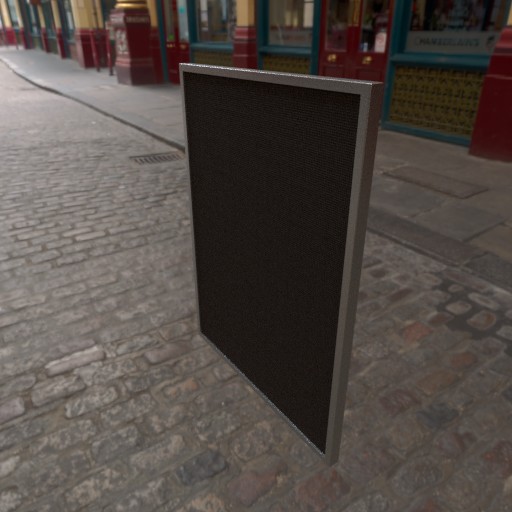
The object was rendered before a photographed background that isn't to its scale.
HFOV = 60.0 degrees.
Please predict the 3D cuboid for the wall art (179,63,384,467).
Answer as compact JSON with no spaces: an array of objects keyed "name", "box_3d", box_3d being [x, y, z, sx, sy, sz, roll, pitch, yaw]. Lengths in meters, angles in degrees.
[{"name":"wall art","box_3d":[0.000,0.000,1.372,0.037,1.062,0.801,-18,31,-31]}]
